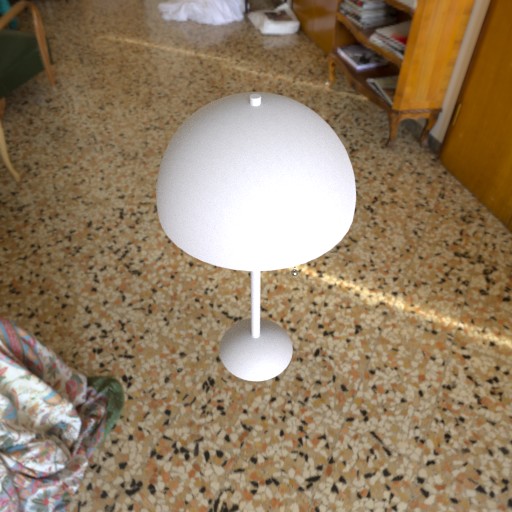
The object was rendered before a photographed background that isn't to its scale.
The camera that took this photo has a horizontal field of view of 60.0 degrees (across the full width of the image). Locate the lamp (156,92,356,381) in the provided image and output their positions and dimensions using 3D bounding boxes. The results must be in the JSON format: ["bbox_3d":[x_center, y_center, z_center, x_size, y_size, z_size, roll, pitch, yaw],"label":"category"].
[{"bbox_3d":[0.000,0.000,0.440,0.171,0.330,0.171,0,46,0],"label":"lamp"}]
